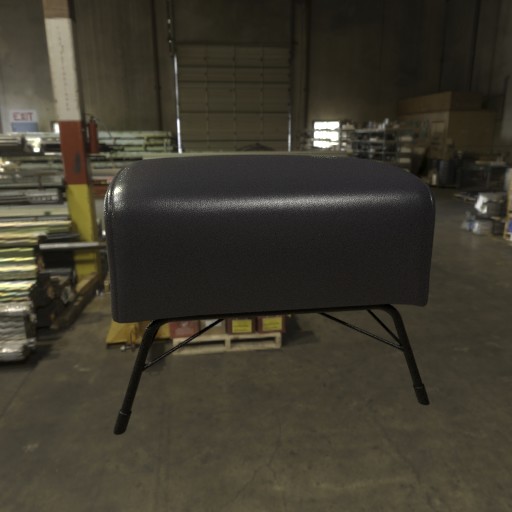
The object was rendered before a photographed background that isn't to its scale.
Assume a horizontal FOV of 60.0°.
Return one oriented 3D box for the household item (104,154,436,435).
[{"bbox_3d":[0.000,0.000,0.922,0.530,0.410,0.530,-2,15,-8],"label":"household item"}]
